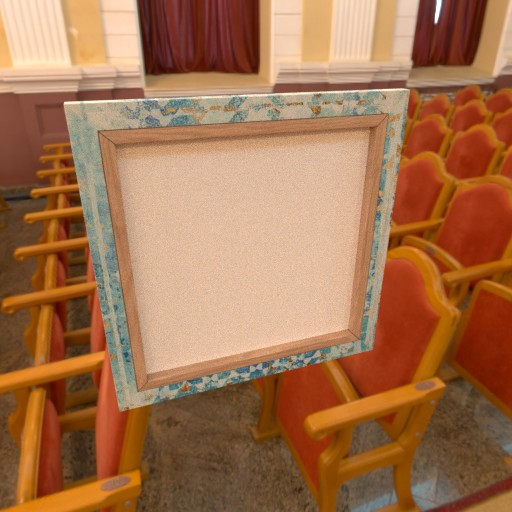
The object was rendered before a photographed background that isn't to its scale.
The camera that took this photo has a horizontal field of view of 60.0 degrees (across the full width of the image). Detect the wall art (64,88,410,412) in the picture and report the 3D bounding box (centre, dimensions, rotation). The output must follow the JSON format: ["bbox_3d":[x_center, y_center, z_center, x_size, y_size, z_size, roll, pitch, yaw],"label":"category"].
[{"bbox_3d":[0.000,0.000,1.335,0.916,0.916,0.040,-9,27,-18],"label":"wall art"}]
